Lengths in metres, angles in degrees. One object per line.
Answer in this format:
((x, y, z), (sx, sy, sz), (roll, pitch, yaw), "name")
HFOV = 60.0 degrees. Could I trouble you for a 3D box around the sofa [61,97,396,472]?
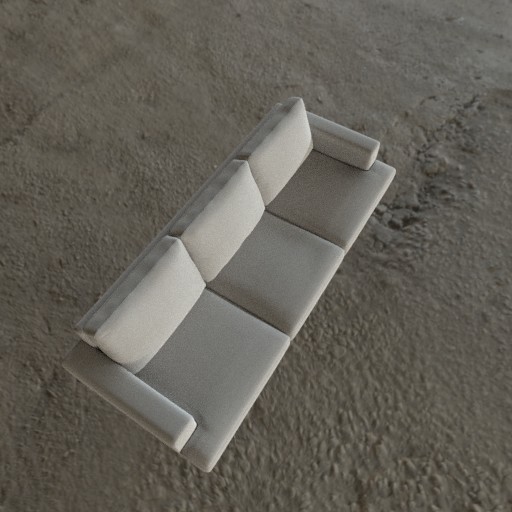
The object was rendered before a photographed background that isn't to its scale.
((0.000, 0.000, 2.752), (0.920, 0.810, 2.310), (29, 63, 16), "sofa")
